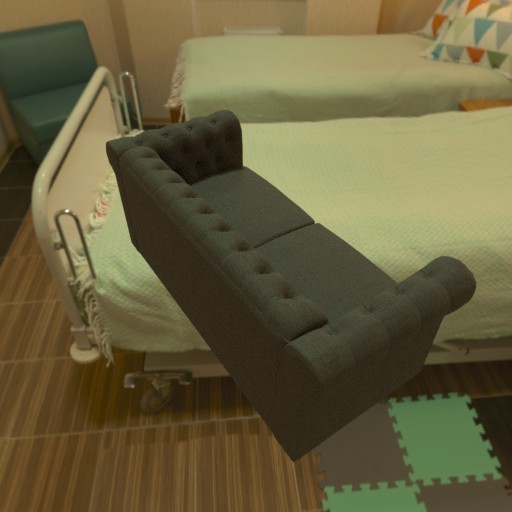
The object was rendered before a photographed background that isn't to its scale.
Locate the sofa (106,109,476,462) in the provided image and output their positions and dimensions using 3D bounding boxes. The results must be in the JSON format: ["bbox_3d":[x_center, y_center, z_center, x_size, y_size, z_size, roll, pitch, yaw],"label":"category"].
[{"bbox_3d":[0.000,0.000,2.222,0.783,0.797,1.798,-24,47,-25],"label":"sofa"}]
